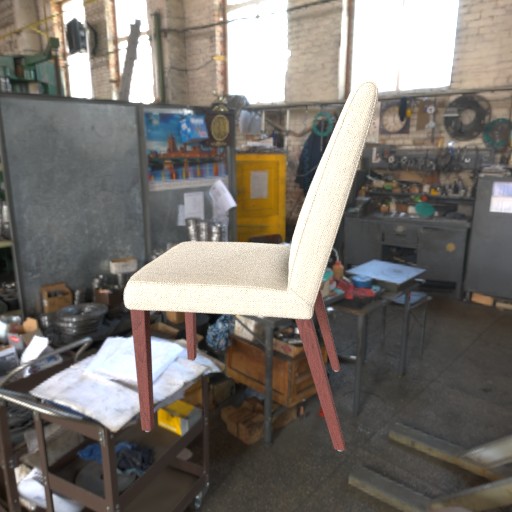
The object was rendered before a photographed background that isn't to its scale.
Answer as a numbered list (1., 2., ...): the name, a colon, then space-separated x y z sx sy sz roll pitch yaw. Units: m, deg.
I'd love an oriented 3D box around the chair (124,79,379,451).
1. chair: 0.000 0.000 1.262 0.594 0.900 0.480 2 14 8
